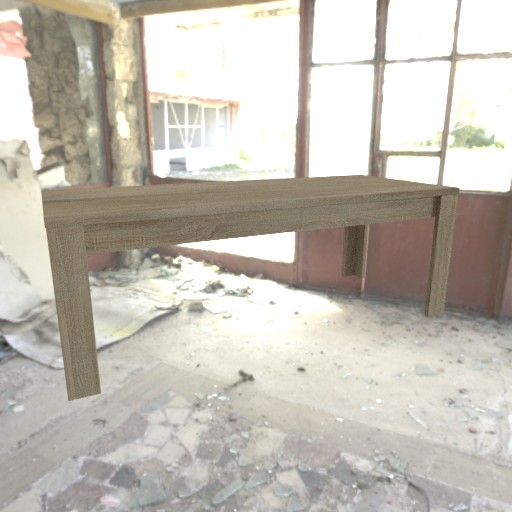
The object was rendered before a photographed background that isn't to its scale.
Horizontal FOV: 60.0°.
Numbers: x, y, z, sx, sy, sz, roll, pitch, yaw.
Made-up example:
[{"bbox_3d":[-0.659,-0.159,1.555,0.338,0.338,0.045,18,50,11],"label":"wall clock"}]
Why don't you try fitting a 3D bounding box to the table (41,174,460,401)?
[{"bbox_3d":[0.000,0.000,2.621,2.200,0.790,0.900,-7,17,-25],"label":"table"}]
